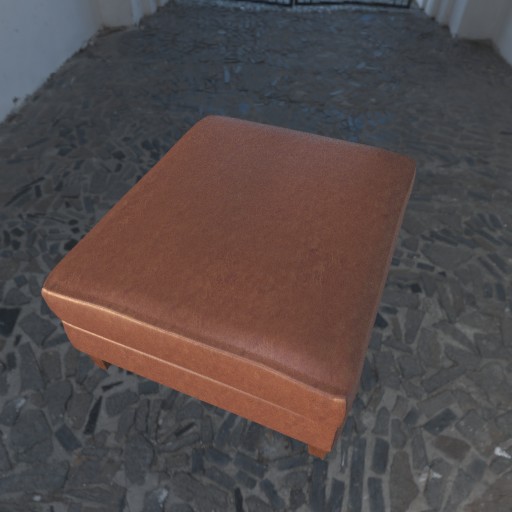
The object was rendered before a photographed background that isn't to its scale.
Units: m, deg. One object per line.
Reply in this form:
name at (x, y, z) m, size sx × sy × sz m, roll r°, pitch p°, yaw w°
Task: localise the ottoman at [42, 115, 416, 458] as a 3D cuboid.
ottoman at (0.000, 0.000, 1.461) m, size 0.836 × 0.472 × 0.987 m, roll 17°, pitch 48°, yaw 15°
